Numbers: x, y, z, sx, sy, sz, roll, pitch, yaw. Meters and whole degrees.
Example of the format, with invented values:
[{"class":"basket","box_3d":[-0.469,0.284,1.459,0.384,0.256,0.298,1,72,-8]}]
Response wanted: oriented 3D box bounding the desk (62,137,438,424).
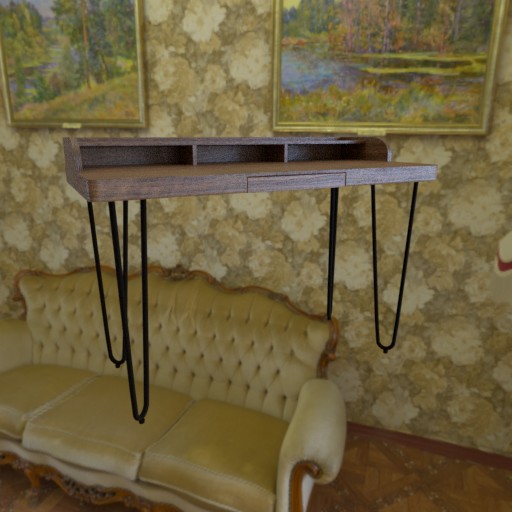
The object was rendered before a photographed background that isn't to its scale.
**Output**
[{"class":"desk","box_3d":[0.000,0.000,1.649,1.200,0.854,0.565,-8,17,-26]}]
